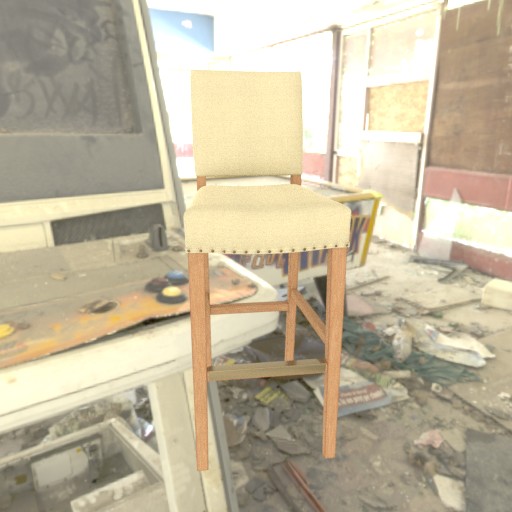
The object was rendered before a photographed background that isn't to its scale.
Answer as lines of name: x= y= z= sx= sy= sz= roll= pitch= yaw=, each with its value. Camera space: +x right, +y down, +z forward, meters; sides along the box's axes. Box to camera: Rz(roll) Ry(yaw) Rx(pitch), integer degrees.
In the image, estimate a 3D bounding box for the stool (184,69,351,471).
stool: x=0.000 y=0.000 z=1.408 sx=0.428 sy=1.143 sz=0.546 roll=-2 pitch=17 yaw=-7
